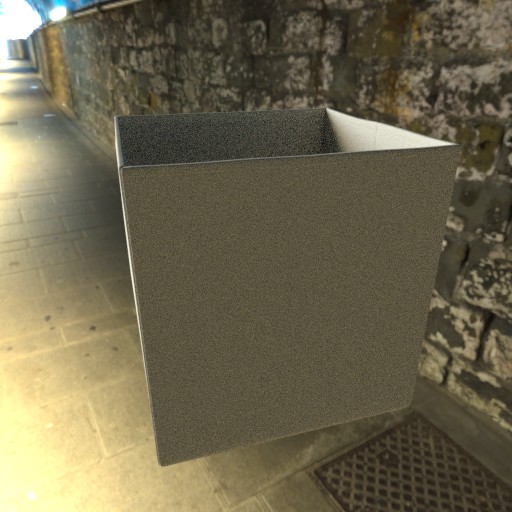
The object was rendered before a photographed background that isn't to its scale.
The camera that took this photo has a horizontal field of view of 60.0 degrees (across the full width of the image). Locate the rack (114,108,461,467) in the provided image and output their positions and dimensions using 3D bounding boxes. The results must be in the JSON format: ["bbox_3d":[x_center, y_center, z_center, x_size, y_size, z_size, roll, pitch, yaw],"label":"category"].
[{"bbox_3d":[0.000,0.000,0.493,0.270,0.280,0.270,-7,26,-15],"label":"rack"}]
